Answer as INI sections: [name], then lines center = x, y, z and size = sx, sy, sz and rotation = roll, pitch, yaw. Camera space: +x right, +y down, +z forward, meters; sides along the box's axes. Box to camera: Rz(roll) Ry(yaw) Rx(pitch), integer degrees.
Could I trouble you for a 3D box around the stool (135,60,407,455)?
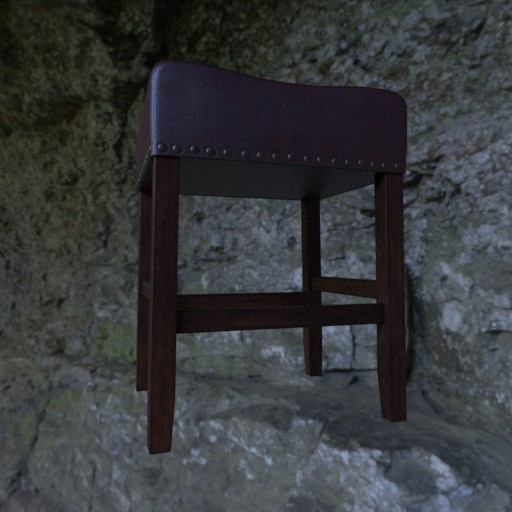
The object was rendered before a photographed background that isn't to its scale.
[stool]
center = 0.000, 0.000, 0.920
size = 0.465, 0.608, 0.397
rotation = 0, -1, -18
